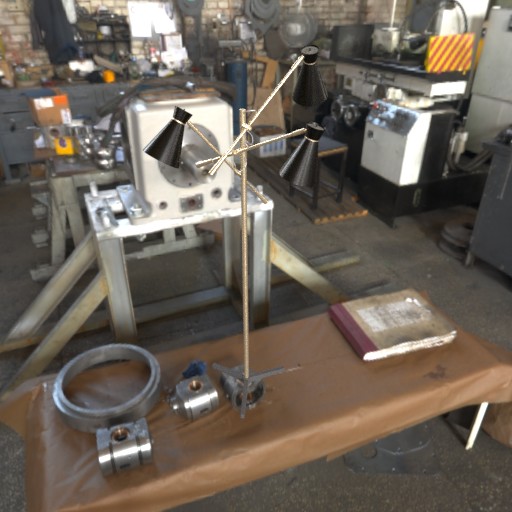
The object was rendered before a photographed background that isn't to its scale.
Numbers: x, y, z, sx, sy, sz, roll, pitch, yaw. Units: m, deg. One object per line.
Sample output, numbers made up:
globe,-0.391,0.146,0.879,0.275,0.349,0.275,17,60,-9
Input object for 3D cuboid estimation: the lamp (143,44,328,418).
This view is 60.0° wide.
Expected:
lamp,0.000,0.000,2.117,0.653,1.804,0.750,19,35,29
